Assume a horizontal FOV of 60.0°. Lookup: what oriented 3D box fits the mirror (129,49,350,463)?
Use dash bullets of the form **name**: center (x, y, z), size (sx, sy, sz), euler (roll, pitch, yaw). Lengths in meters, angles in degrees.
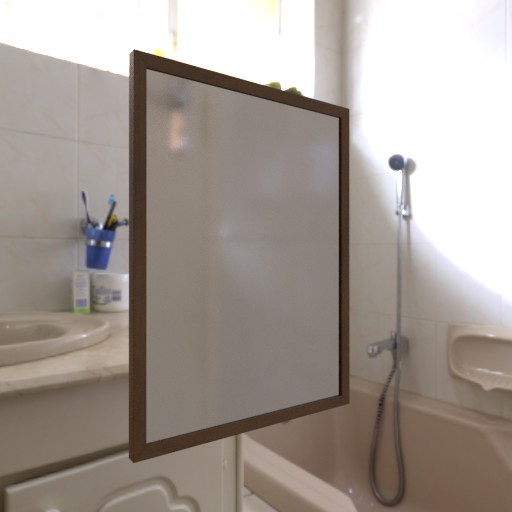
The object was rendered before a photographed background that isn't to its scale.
- **mirror**: center (0.000, 0.000, 1.322), size (0.762, 1.016, 0.040), euler (0, 0, -35)
